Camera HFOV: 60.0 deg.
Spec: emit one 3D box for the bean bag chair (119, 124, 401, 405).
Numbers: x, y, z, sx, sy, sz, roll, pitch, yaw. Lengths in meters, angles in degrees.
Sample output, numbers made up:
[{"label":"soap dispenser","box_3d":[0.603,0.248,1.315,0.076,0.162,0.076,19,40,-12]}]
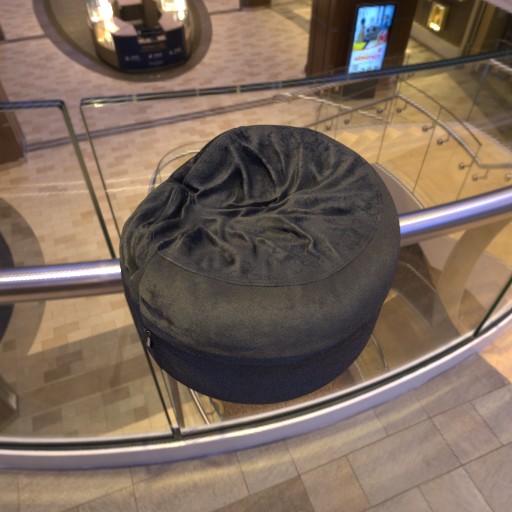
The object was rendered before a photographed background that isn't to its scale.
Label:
[{"label":"bean bag chair","box_3d":[0.000,0.000,1.537,0.918,0.605,0.918,0,47,0]}]
